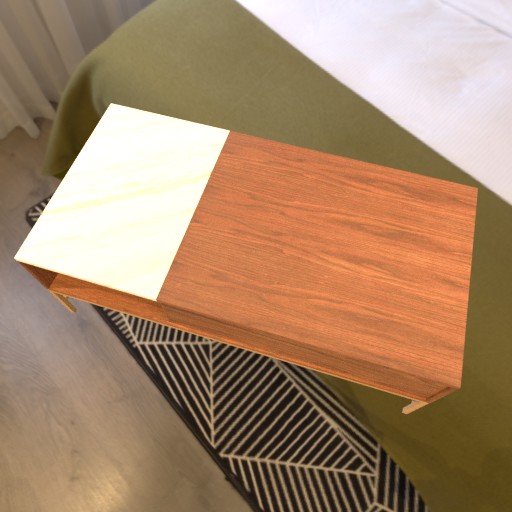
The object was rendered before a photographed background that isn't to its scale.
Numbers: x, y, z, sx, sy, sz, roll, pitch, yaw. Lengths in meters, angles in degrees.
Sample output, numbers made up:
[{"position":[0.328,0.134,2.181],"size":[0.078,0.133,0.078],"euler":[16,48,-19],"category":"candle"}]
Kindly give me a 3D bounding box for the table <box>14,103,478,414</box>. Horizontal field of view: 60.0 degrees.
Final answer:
[{"position":[0.000,0.000,1.887],"size":[1.553,0.551,0.789],"euler":[15,63,8],"category":"table"}]
